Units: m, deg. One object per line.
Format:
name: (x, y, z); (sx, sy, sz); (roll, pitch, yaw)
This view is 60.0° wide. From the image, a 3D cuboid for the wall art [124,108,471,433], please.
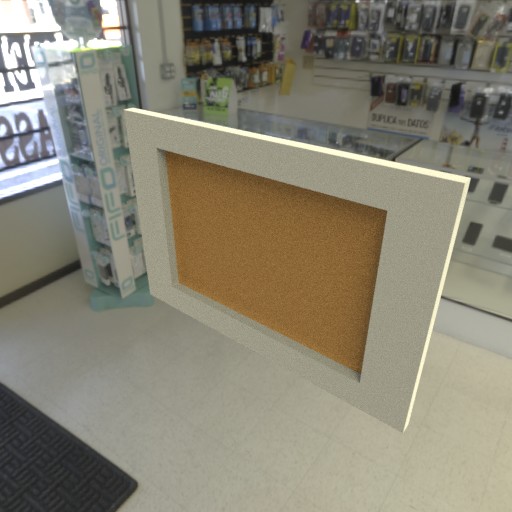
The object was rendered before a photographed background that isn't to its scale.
wall art: (0.000, 0.000, 1.138); (0.906, 0.617, 0.033); (22, 36, 33)
